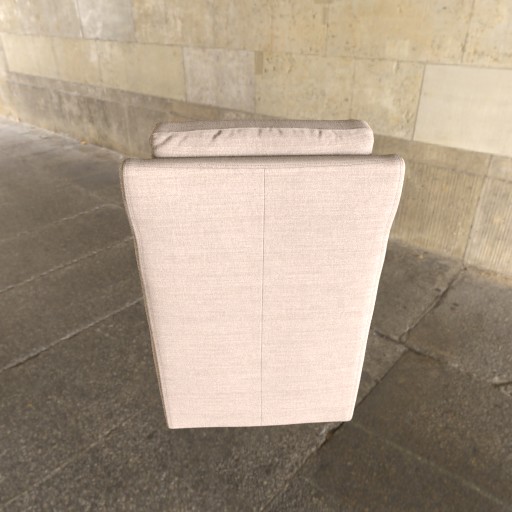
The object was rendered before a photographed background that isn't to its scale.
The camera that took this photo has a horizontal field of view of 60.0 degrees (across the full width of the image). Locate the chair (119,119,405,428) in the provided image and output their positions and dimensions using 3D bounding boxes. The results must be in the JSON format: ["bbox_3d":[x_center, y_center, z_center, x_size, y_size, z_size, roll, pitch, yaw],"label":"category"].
[{"bbox_3d":[0.000,0.000,1.379,0.626,0.914,0.694,-1,29,-3],"label":"chair"}]
